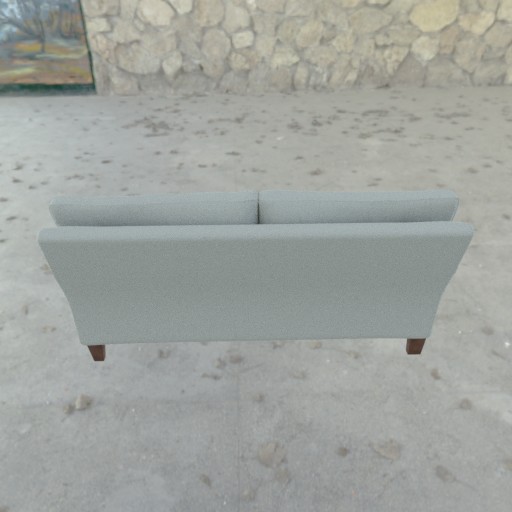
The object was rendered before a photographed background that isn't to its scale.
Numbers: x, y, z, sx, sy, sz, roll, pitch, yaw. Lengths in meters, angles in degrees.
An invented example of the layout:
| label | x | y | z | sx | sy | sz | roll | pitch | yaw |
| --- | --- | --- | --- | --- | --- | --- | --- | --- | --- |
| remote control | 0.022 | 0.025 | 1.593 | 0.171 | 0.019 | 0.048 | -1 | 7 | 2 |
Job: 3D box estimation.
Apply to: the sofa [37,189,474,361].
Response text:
| label | x | y | z | sx | sy | sz | roll | pitch | yaw |
| --- | --- | --- | --- | --- | --- | --- | --- | --- | --- |
| sofa | 0.000 | 0.000 | 2.799 | 2.193 | 1.096 | 1.069 | -1 | 31 | -1 |
